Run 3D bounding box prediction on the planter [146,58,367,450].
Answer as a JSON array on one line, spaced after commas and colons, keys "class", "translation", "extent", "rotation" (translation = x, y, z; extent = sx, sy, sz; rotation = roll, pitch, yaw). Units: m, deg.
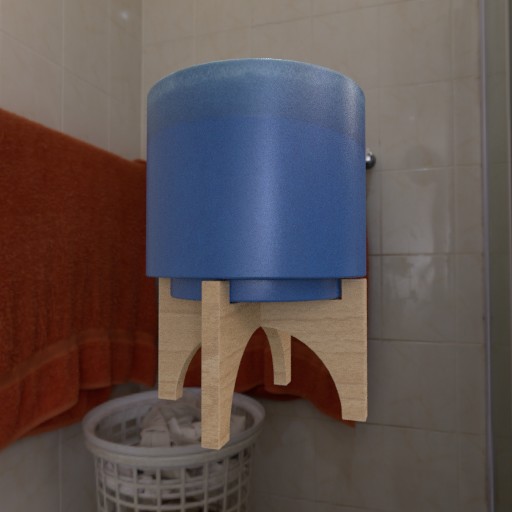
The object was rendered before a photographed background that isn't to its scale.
[{"class": "planter", "translation": [0.000, 0.000, 0.542], "extent": [0.261, 0.367, 0.261], "rotation": [0, -1, 0]}]
